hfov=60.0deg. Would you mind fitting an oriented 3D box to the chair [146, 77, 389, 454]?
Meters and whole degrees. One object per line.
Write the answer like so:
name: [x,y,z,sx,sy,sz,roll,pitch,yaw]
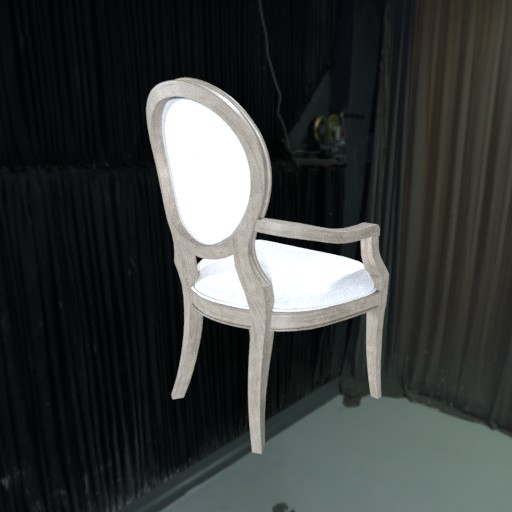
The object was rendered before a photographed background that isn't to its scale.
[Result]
chair: [0.000,0.000,1.383,0.611,0.991,0.602,14,20,42]
